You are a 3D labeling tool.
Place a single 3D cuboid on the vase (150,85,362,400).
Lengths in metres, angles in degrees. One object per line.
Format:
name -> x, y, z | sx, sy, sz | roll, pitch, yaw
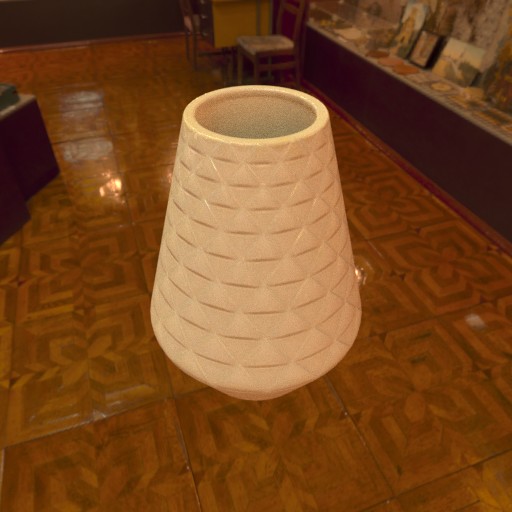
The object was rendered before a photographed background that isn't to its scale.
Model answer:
vase -> 0.000, 0.000, 0.342 | 0.175, 0.230, 0.175 | 0, 41, 0
